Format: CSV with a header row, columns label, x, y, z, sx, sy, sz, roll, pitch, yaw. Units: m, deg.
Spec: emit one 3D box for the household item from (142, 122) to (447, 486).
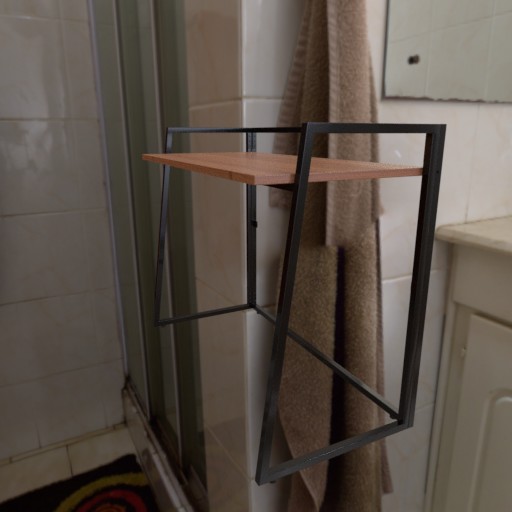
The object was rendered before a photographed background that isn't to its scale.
label,x,y,z,sx,sy,sz,roll,pitch,yaw
household item,0.000,0.000,1.527,0.510,0.860,1.050,-8,17,-26
